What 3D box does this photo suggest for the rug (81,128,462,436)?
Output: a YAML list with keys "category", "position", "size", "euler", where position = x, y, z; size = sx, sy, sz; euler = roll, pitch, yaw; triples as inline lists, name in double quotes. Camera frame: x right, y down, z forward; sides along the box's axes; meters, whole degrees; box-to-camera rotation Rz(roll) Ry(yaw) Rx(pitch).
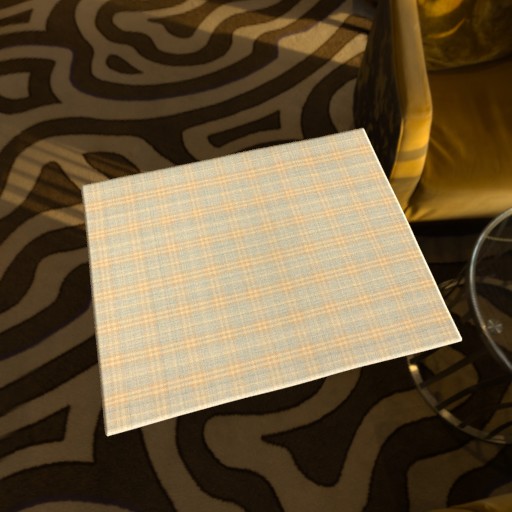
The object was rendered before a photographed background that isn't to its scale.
- category: "rug"
  position: [0.000, 0.000, 4.166]
  size: [3.066, 0.030, 2.462]
  euler: [-13, 64, -6]
